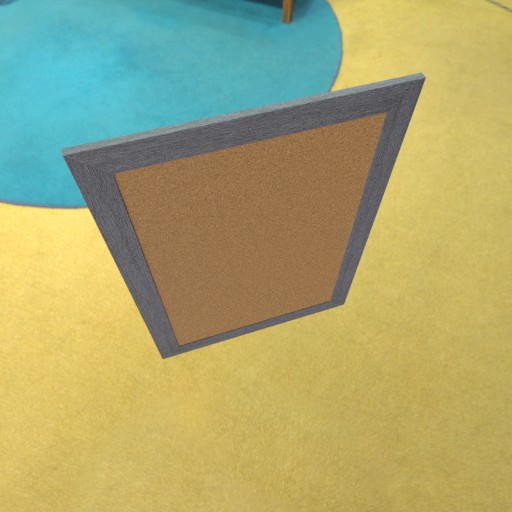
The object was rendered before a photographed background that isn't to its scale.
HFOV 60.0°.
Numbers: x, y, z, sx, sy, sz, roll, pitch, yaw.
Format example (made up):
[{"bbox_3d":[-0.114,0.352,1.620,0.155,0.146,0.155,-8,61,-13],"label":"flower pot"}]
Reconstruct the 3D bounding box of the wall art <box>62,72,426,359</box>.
[{"bbox_3d":[0.000,0.000,1.346,0.768,1.070,0.020,-15,58,-10],"label":"wall art"}]
